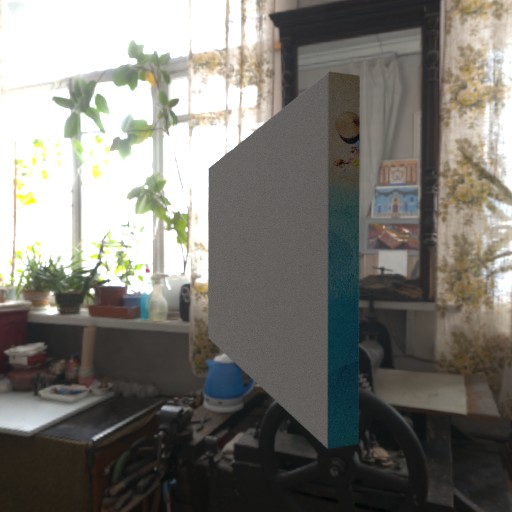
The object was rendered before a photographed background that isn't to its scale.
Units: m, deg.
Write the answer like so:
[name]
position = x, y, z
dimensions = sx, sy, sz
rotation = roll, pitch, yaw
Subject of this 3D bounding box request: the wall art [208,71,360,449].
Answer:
[wall art]
position = 0.000, 0.000, 0.770
dimensions = 0.039, 0.406, 0.609
rotation = 0, 1, -18
